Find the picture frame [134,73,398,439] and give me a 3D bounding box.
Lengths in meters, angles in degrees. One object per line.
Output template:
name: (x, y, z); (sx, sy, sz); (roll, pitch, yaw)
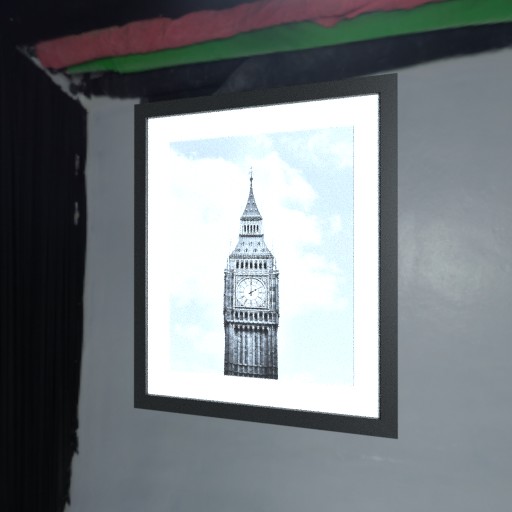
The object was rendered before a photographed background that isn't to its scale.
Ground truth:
picture frame: (0.000, 0.000, 0.756); (0.460, 0.556, 0.028); (0, 0, 18)
